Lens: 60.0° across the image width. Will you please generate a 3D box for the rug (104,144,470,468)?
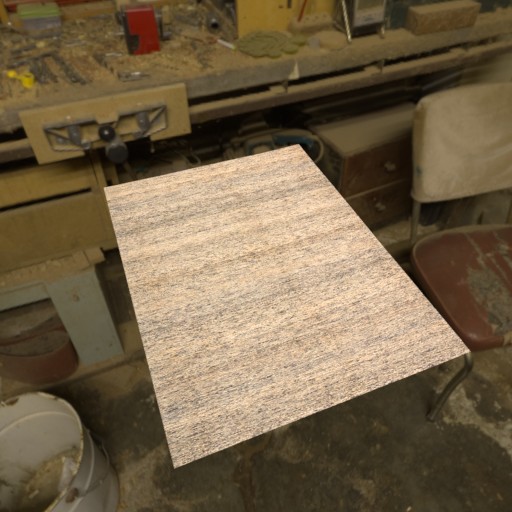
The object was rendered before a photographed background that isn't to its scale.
[{"bbox_3d":[0.000,0.000,4.250,2.414,0.036,3.199,-16,48,-15],"label":"rug"}]
